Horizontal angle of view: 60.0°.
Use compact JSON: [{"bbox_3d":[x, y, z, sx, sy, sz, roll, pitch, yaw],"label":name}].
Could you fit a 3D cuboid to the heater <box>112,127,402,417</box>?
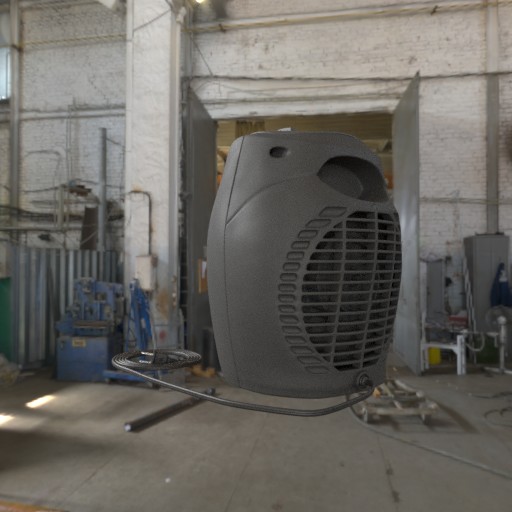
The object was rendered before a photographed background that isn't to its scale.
[{"bbox_3d":[0.000,0.000,0.468,0.239,0.240,0.291,1,-1,-36],"label":"heater"}]
